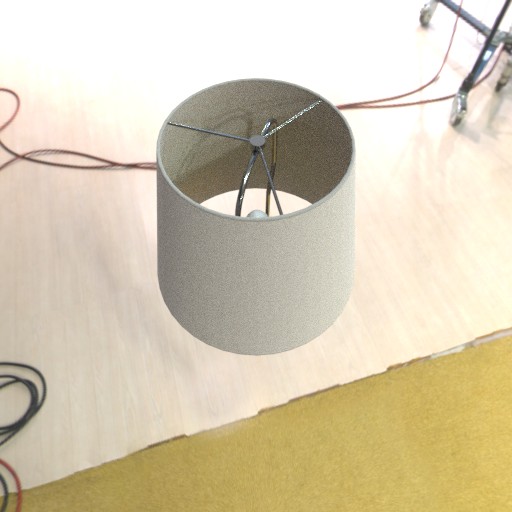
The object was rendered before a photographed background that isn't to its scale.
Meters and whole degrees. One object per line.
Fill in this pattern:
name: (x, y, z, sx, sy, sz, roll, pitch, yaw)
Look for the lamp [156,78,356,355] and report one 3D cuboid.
lamp: (0.000, 0.000, 0.565, 0.254, 0.392, 0.254, 0, 58, 0)
